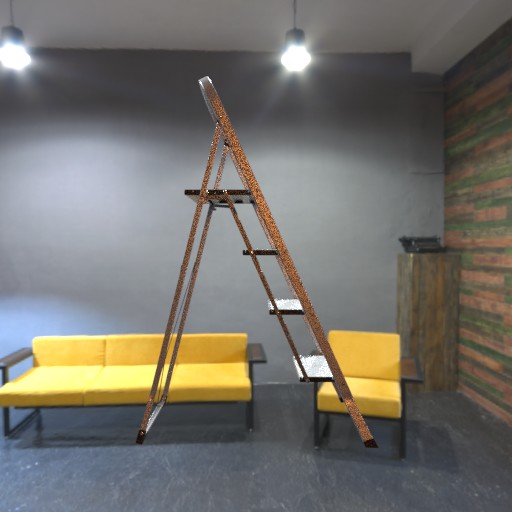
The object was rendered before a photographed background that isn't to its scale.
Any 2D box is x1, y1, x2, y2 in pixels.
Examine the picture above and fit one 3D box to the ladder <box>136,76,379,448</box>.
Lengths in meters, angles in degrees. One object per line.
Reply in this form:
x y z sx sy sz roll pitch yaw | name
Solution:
0.000 0.000 1.717 0.830 1.290 0.465 0 1 0 | ladder
